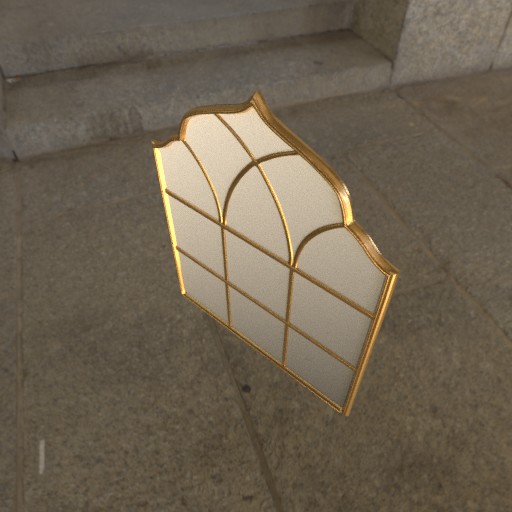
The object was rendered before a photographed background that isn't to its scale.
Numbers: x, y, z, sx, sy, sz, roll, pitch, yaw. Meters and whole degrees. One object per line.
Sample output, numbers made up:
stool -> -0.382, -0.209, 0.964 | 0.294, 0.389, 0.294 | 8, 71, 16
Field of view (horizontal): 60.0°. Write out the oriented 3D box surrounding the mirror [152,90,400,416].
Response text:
mirror -> 0.000, 0.000, 0.820 | 0.513, 0.635, 0.018 | 32, 54, 26
